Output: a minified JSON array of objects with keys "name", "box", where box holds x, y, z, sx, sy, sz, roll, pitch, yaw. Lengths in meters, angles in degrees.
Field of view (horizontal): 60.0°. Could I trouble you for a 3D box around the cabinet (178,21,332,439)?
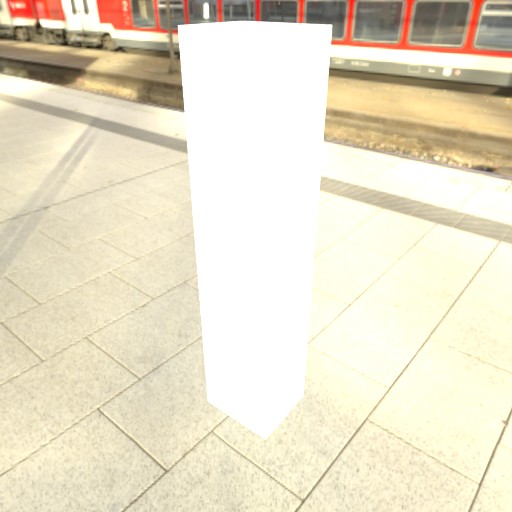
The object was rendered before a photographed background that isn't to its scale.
[{"name":"cabinet","box":[0.000,0.000,1.512,0.300,1.400,0.269,22,37,32]}]
